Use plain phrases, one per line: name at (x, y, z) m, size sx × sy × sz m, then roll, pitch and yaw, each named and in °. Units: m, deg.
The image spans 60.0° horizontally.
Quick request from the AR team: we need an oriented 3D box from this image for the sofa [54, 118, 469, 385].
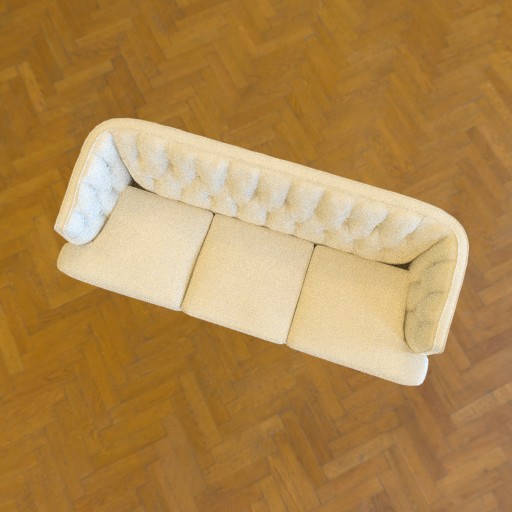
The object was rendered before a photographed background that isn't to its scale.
sofa at (0.000, 0.000, 2.725) m, size 2.278 × 0.855 × 0.941 m, roll 17°, pitch 76°, yaw 4°
